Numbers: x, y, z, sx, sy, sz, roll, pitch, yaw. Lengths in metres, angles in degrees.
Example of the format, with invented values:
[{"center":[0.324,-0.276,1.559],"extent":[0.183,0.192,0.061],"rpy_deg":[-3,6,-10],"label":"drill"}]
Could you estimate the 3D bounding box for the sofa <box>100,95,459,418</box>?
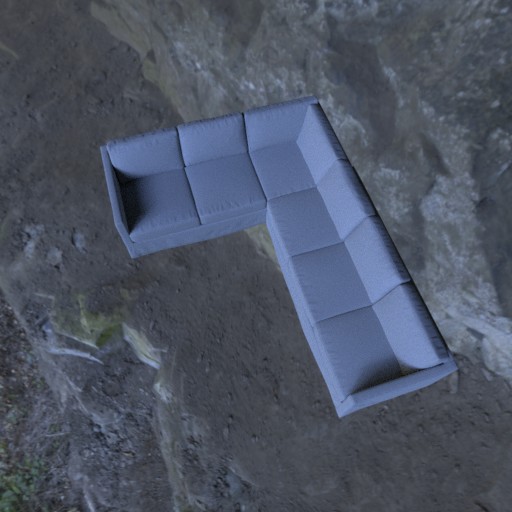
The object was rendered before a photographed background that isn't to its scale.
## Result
[{"center":[0.000,0.000,4.292],"extent":[2.432,0.871,3.182],"rpy_deg":[-16,64,-8],"label":"sofa"}]
